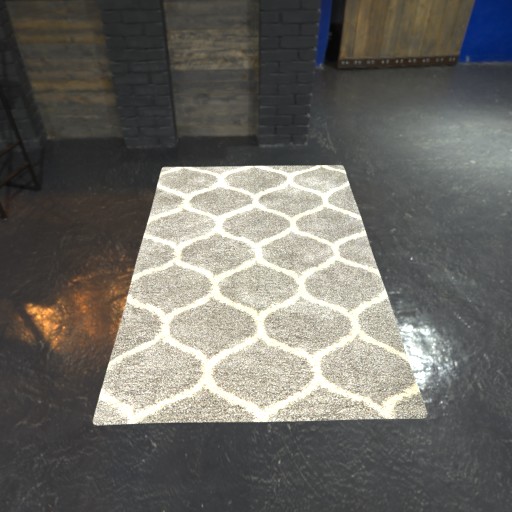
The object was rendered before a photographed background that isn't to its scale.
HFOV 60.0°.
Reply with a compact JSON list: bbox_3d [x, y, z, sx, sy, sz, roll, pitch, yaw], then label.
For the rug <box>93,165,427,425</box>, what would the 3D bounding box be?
[{"bbox_3d":[0.000,0.000,3.385,1.801,0.026,2.701,-1,41,-1],"label":"rug"}]
